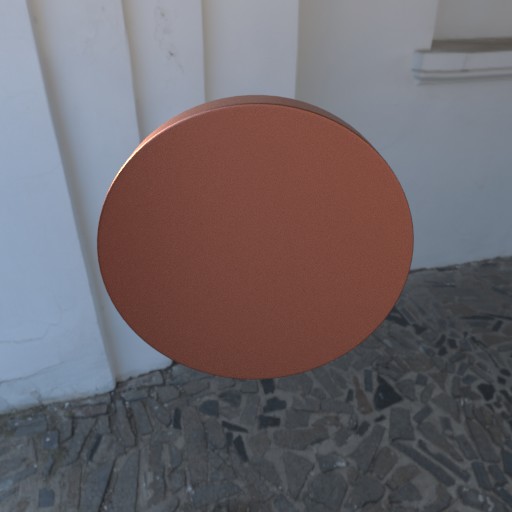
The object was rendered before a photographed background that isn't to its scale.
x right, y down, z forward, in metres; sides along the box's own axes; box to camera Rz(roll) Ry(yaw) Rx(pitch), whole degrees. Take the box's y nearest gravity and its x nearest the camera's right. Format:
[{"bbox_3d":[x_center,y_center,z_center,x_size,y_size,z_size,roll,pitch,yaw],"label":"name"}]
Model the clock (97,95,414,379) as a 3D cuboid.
[{"bbox_3d":[0.000,0.000,0.461,0.313,0.313,0.040,-1,30,-1],"label":"clock"}]
